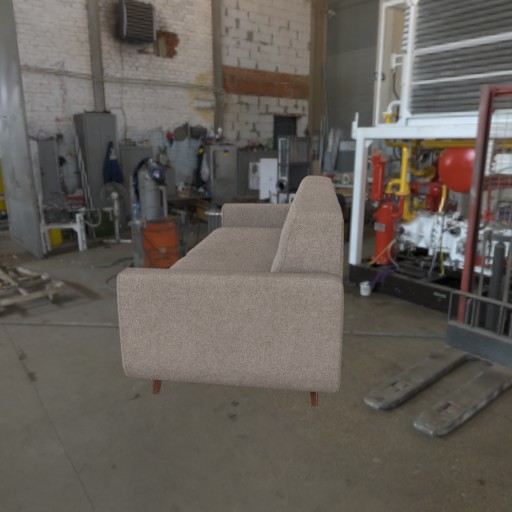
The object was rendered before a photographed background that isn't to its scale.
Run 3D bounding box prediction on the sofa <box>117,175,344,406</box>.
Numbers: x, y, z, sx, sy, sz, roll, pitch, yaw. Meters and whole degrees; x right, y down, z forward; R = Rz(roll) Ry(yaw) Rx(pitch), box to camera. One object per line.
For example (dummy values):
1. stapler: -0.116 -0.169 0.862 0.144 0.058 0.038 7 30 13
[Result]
1. sofa: 0.000 0.000 2.623 0.909 0.841 2.029 2 14 8
